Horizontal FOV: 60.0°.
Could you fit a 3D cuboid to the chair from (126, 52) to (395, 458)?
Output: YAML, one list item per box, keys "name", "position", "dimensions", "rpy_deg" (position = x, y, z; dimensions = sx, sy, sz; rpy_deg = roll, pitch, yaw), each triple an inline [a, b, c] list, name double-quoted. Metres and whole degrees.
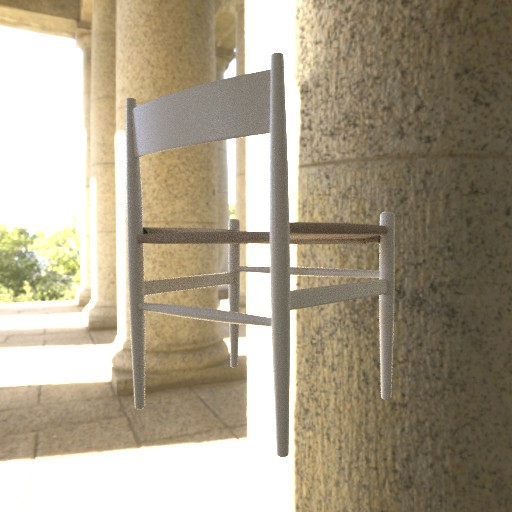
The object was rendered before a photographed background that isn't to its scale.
- name: "chair"
  position: [0.000, 0.000, 1.133]
  dimensions: [0.556, 0.762, 0.495]
  rpy_deg: [1, 2, 36]
